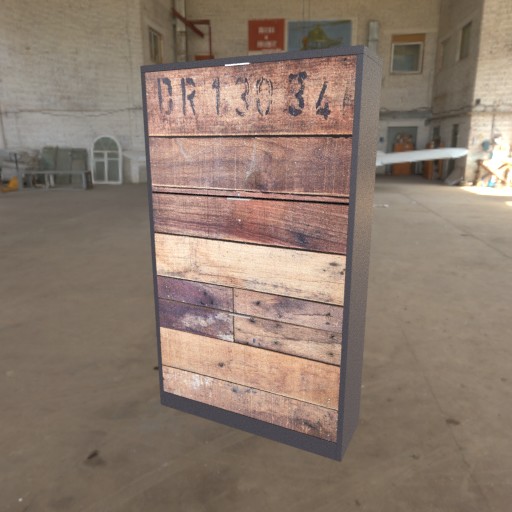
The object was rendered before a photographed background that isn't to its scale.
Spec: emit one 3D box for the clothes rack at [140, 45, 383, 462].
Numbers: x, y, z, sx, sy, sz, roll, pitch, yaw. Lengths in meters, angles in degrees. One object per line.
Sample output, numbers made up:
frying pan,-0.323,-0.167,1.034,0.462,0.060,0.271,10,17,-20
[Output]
clothes rack,0.000,0.000,1.580,0.750,1.280,0.250,7,16,26
